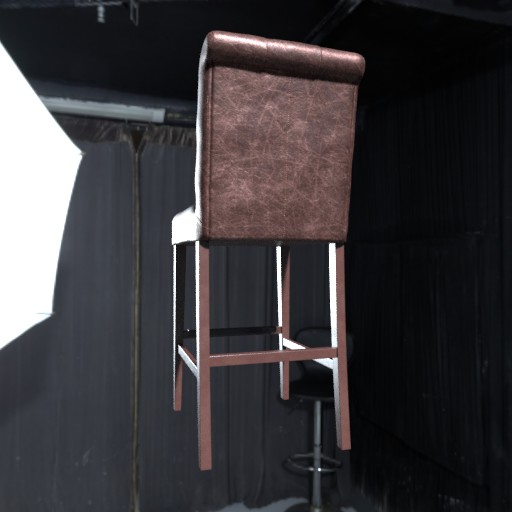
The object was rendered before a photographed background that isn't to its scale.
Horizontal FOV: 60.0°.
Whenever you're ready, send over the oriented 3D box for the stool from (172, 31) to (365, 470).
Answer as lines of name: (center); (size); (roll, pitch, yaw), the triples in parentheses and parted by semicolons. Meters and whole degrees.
stool: (0.000, 0.000, 1.487); (0.483, 1.168, 0.659); (0, -1, -18)
